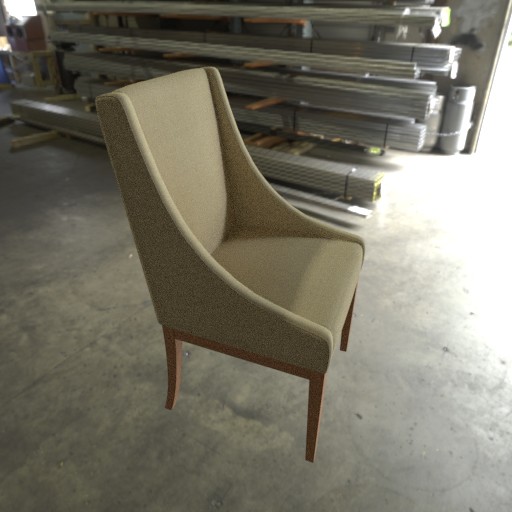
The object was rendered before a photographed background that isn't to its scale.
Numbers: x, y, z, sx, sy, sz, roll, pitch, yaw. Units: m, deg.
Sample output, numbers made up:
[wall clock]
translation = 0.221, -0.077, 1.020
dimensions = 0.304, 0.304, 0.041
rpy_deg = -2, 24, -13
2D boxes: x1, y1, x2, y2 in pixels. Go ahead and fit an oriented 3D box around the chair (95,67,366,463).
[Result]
[chair]
translation = 0.000, 0.000, 1.384
dimensions = 0.611, 1.021, 0.575
rpy_deg = 11, 32, 18
